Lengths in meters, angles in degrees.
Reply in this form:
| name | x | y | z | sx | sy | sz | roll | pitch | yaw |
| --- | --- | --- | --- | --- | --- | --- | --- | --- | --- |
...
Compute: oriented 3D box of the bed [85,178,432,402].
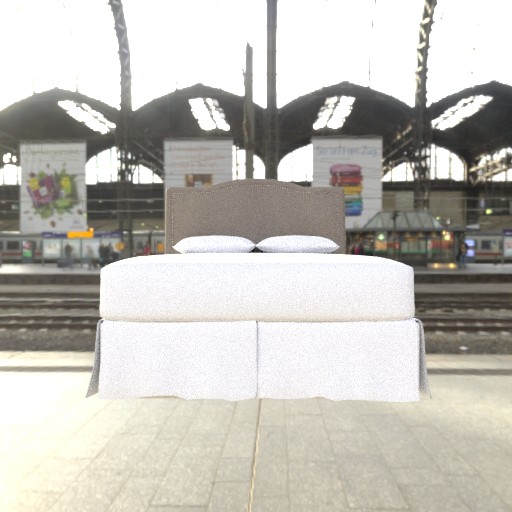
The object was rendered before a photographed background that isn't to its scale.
| name | x | y | z | sx | sy | sz | roll | pitch | yaw |
| --- | --- | --- | --- | --- | --- | --- | --- | --- | --- |
| bed | 0.000 | 0.000 | 3.197 | 1.744 | 1.441 | 2.128 | 0 | 1 | 0 |
